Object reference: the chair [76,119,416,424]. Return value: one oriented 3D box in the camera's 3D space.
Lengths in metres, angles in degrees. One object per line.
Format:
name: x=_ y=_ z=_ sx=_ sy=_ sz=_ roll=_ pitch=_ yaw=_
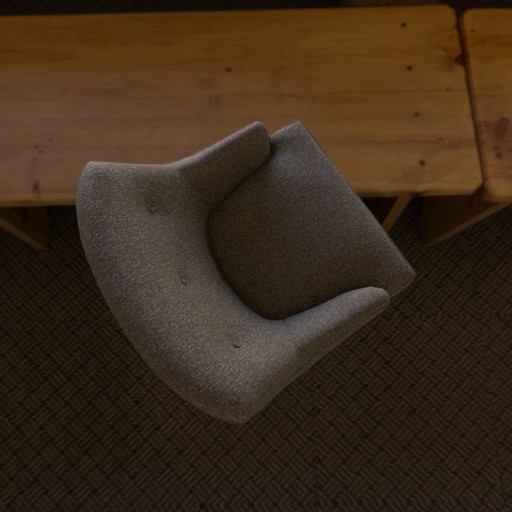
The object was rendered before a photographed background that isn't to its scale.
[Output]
chair: x=0.000 y=0.000 z=1.614 sx=0.923 sy=0.856 sz=0.864 roll=-32 pitch=78 yaw=-8
